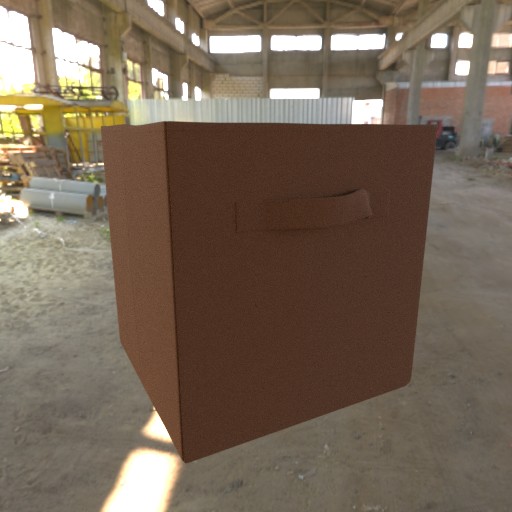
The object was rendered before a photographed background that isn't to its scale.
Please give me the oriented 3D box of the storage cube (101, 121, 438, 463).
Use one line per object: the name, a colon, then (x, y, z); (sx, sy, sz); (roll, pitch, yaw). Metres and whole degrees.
storage cube: (0.000, 0.000, 0.494); (0.270, 0.280, 0.270); (-8, 17, -27)
